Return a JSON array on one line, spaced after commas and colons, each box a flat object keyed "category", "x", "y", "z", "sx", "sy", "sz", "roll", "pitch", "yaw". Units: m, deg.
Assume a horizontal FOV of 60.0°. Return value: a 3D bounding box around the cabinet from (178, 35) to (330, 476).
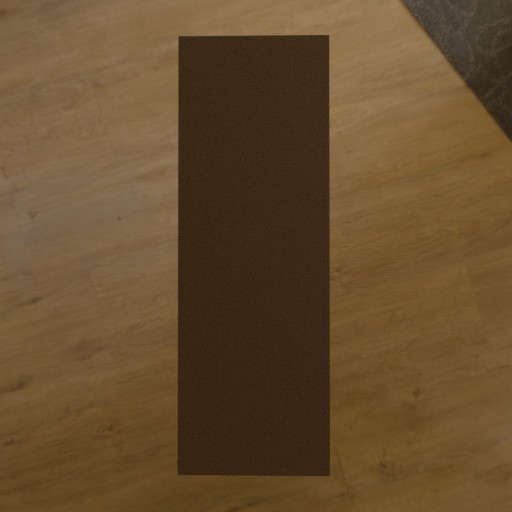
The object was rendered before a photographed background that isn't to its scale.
[{"category": "cabinet", "x": 0.000, "y": 0.000, "z": 1.863, "sx": 0.482, "sy": 0.914, "sz": 1.396, "roll": 0, "pitch": 89, "yaw": 1}]
